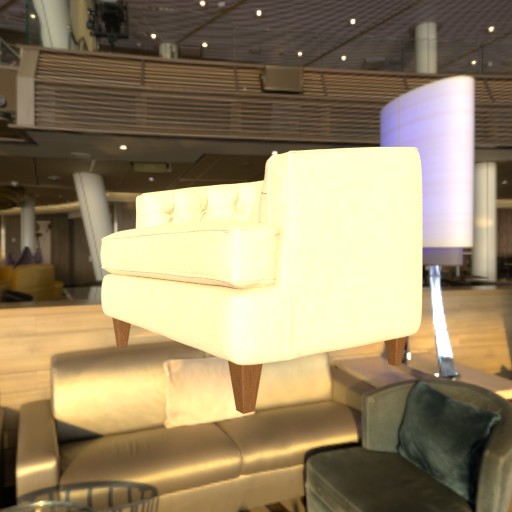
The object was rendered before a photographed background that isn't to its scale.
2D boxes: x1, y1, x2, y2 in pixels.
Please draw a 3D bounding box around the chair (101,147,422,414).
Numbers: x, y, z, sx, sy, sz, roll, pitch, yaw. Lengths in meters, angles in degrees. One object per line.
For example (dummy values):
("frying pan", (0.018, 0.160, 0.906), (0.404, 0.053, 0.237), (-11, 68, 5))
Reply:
("chair", (0.000, 0.000, 1.740), (0.914, 0.787, 1.118), (0, 0, -35))
